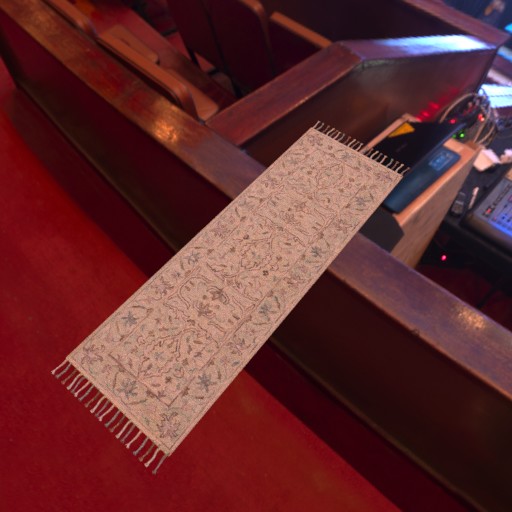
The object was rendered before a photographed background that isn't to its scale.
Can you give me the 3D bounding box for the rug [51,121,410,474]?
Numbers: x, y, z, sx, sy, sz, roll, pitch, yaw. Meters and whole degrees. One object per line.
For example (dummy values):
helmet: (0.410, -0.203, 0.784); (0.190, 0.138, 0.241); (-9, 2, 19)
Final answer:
rug: (0.000, 0.000, 2.670); (0.769, 0.013, 2.440); (34, 64, 19)
